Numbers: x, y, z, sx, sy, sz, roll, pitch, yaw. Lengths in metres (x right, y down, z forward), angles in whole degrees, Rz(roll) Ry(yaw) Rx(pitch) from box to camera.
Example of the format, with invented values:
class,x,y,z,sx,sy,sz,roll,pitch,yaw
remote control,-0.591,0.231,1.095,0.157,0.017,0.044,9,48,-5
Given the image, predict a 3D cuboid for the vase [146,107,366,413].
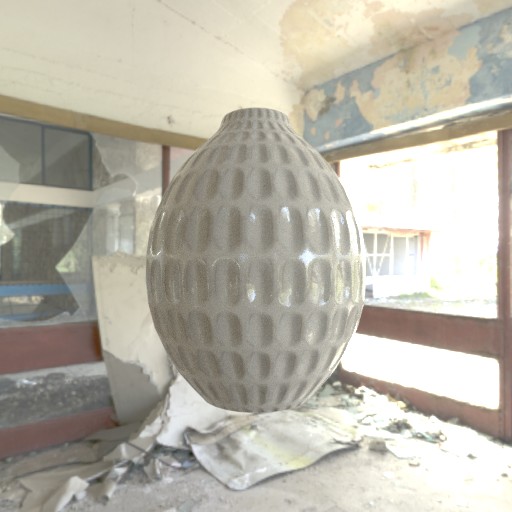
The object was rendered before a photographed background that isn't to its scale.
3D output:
class,x,y,z,sx,sy,sz,roll,pitch,yaw
vase,0.000,0.000,0.265,0.128,0.167,0.128,0,-1,0
